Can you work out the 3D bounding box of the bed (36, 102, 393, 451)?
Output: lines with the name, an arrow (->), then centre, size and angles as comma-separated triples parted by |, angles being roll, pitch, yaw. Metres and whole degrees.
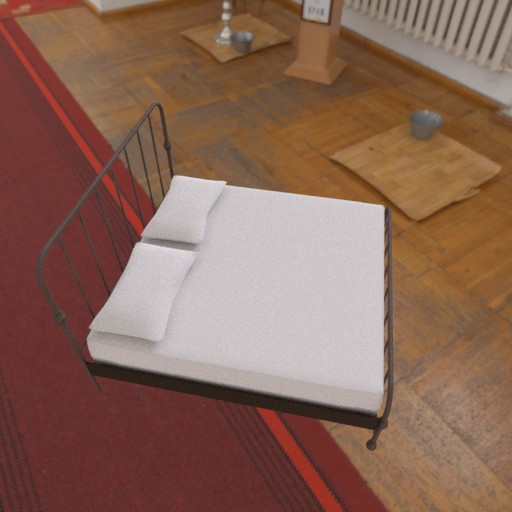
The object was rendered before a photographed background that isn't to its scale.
bed -> 0.000, 0.000, 3.421 | 2.134, 1.446, 2.044 | 8, 47, 8
